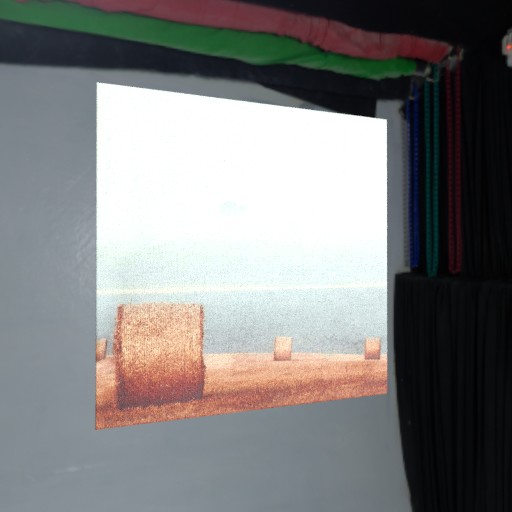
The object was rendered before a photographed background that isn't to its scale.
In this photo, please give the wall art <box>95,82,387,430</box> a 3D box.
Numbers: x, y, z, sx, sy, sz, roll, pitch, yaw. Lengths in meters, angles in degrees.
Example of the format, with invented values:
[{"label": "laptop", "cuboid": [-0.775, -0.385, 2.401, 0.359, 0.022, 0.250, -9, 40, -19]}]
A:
[{"label": "wall art", "cuboid": [0.000, 0.000, 1.117, 0.760, 0.760, 0.042, 0, 0, -20]}]
